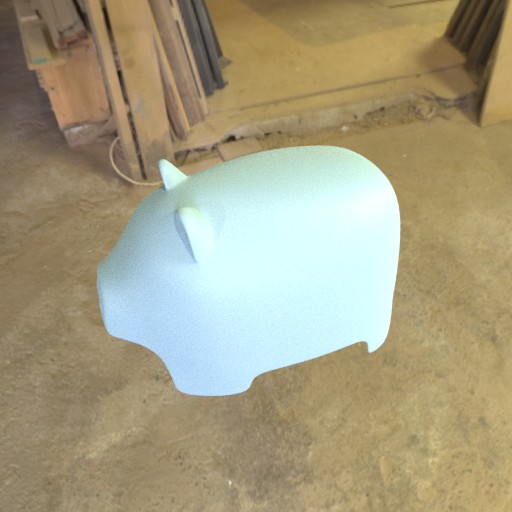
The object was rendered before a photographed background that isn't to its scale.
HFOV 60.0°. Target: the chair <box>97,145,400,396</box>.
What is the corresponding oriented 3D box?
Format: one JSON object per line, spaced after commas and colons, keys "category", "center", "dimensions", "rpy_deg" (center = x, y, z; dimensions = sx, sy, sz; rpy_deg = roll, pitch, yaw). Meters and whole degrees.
{"category": "chair", "center": [0.000, 0.000, 0.883], "dimensions": [0.619, 0.423, 0.364], "rpy_deg": [-15, 48, -14]}
